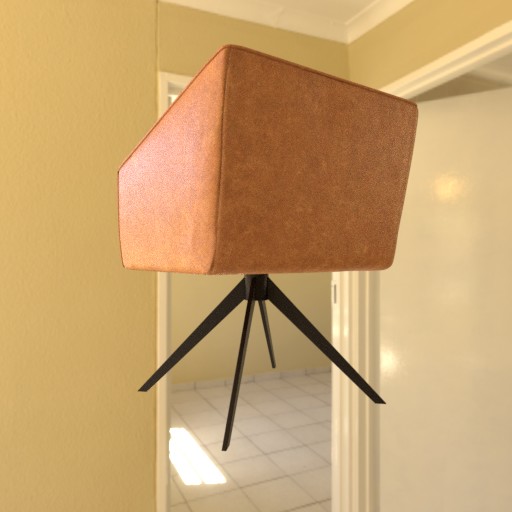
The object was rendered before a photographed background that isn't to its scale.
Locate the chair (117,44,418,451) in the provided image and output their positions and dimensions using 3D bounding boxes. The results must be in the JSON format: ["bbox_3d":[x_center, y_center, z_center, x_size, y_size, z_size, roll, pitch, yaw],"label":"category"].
[{"bbox_3d":[0.000,0.000,1.198,0.588,0.760,0.625,0,0,-35],"label":"chair"}]
